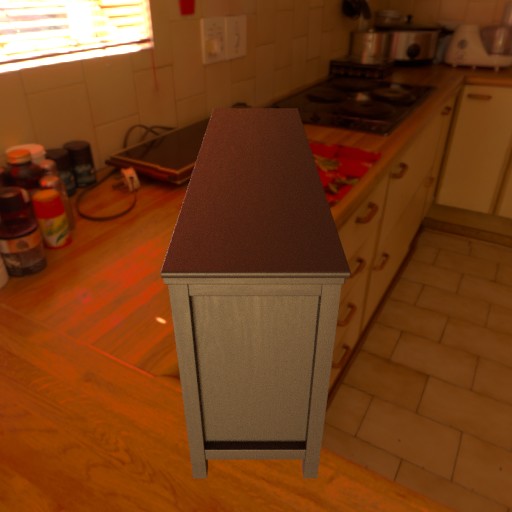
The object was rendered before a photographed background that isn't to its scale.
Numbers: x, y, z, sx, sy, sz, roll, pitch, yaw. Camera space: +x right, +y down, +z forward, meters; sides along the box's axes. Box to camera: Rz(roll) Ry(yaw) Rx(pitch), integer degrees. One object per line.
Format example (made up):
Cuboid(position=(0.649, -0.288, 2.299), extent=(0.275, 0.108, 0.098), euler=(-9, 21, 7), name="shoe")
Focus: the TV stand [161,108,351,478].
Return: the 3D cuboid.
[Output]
Cuboid(position=(0.000, 0.000, 1.487), extent=(0.347, 0.681, 1.198), euler=(0, 32, 0), name="TV stand")
